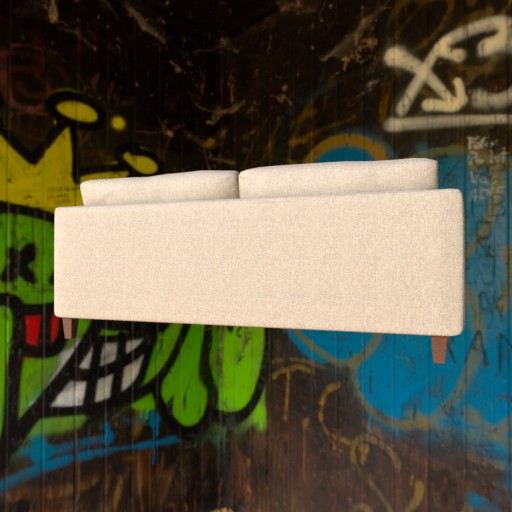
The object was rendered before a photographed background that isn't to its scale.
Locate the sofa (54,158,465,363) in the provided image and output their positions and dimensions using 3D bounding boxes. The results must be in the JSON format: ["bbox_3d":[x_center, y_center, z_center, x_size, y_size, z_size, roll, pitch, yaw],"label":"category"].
[{"bbox_3d":[0.000,0.000,2.682,2.208,0.963,0.956,0,-1,18],"label":"sofa"}]
